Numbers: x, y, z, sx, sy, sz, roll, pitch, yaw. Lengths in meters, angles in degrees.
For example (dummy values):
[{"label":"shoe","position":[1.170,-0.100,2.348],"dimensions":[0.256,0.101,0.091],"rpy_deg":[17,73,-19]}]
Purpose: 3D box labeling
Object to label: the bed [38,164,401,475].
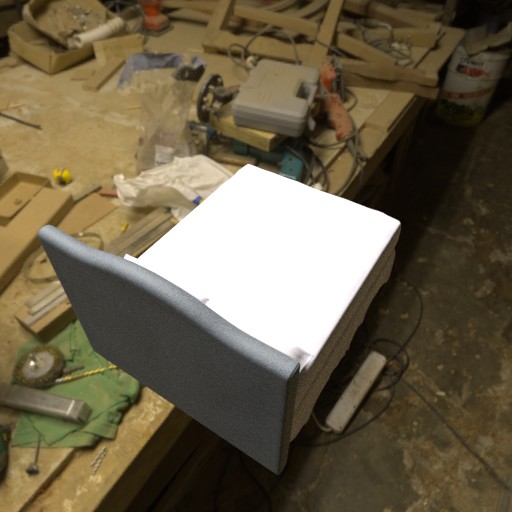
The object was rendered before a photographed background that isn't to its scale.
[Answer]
[{"label":"bed","position":[0.000,0.000,3.366],"dimensions":[1.753,1.460,2.143],"rpy_deg":[25,51,22]}]
